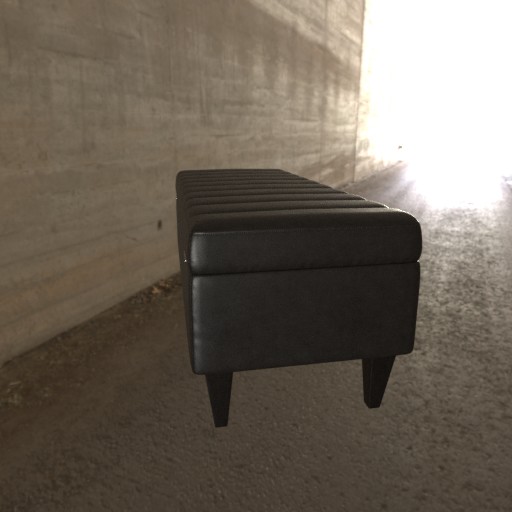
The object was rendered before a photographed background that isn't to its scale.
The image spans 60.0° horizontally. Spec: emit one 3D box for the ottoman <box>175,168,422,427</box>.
[{"bbox_3d":[0.000,0.000,1.430,0.482,0.469,1.151,-3,16,-11],"label":"ottoman"}]
